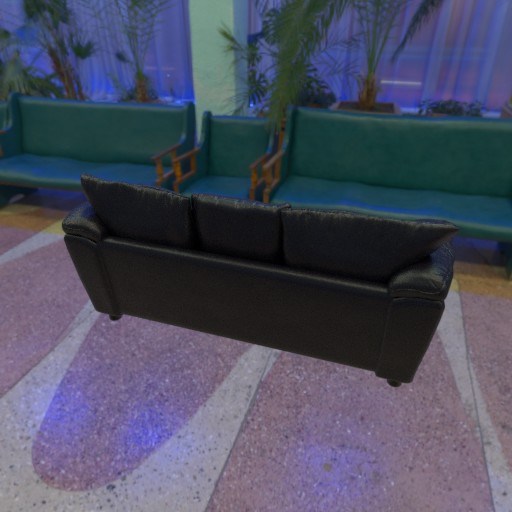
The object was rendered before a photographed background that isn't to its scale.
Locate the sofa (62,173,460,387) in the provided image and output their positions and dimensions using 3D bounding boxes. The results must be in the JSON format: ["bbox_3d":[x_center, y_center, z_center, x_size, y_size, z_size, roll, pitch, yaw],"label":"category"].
[{"bbox_3d":[0.000,0.000,2.868,2.336,1.073,0.880,10,31,16],"label":"sofa"}]
